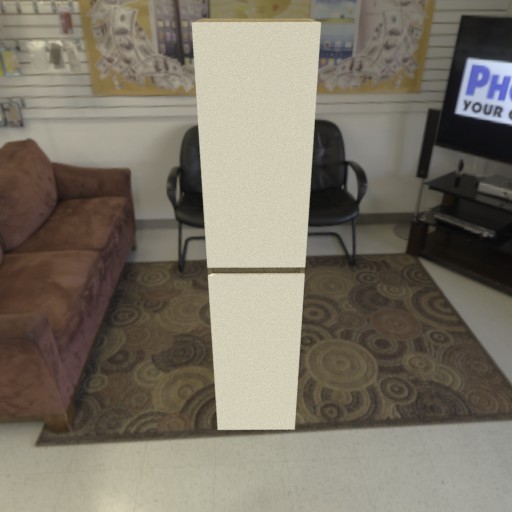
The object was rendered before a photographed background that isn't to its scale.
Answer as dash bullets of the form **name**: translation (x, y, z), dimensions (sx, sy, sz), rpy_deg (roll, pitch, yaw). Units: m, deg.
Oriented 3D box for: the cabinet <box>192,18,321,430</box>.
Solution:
- **cabinet**: translation (0.000, 0.000, 1.490), dimensions (0.300, 1.400, 0.270), rpy_deg (0, 30, 0)
